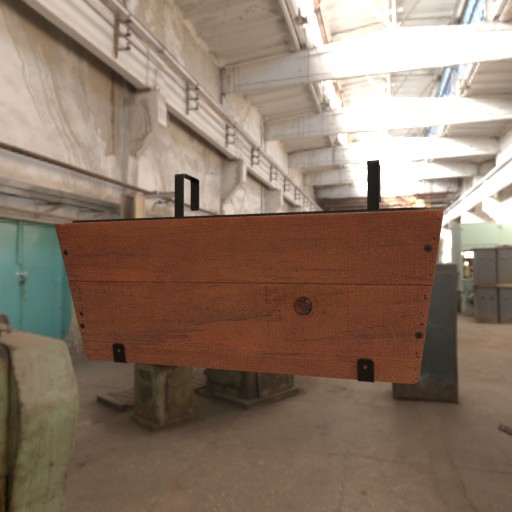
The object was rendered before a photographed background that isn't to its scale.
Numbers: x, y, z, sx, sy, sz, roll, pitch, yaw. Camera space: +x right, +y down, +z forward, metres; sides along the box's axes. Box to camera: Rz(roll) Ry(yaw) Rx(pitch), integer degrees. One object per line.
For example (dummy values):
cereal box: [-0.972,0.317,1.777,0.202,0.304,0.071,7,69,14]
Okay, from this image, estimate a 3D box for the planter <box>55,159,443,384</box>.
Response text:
planter: [0.000,0.000,0.640,0.480,0.289,0.262,0,-1,18]
